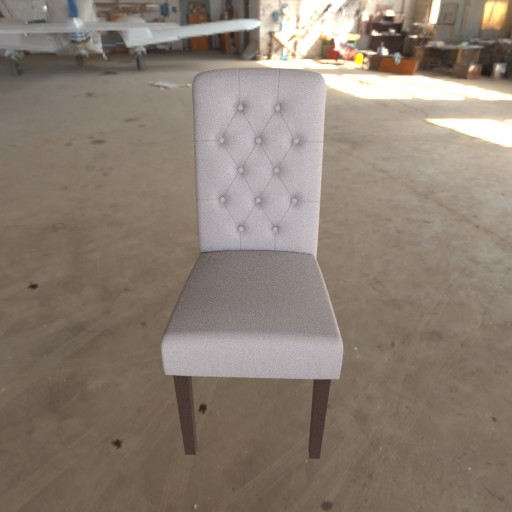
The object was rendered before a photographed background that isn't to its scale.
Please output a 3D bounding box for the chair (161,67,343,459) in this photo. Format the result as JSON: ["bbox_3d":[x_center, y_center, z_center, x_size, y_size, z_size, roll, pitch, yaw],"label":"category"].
[{"bbox_3d":[0.000,0.000,1.353,0.456,1.006,0.671,1,29,2],"label":"chair"}]
